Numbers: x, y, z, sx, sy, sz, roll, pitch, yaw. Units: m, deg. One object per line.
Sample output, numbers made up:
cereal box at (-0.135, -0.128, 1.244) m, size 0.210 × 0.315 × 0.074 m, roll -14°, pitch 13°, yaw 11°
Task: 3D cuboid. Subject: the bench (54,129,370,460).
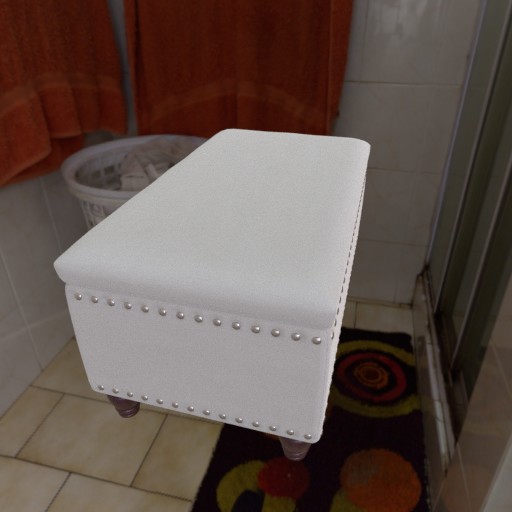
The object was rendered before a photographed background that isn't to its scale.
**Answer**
bench at (0.000, 0.000, 1.185) m, size 0.500 × 0.449 × 0.887 m, roll 8°, pitch 32°, yaw 14°
